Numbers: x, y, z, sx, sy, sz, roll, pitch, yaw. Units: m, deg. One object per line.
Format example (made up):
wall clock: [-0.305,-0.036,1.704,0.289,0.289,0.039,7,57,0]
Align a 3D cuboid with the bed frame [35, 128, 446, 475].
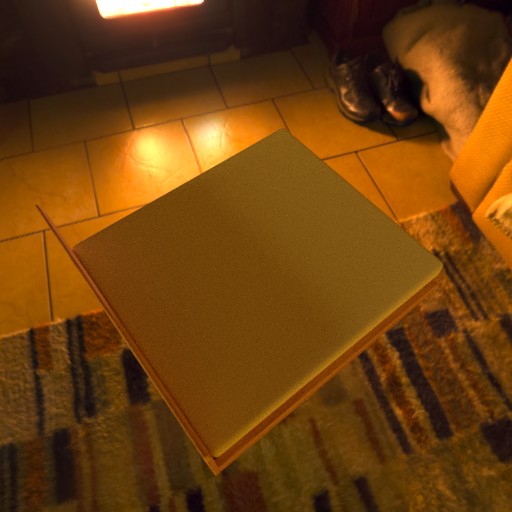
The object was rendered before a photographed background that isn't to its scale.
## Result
bed frame: [0.000,0.000,3.158,2.092,0.940,1.872,-34,64,-19]
